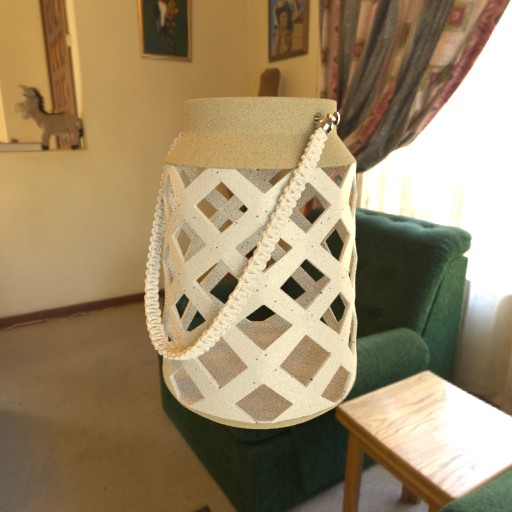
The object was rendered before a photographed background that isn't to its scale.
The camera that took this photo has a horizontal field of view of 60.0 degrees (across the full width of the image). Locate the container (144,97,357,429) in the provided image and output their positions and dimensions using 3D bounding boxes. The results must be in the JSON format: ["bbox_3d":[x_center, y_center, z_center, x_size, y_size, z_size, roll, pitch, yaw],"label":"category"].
[{"bbox_3d":[0.000,0.000,0.347,0.163,0.229,0.172,15,22,42],"label":"container"}]
